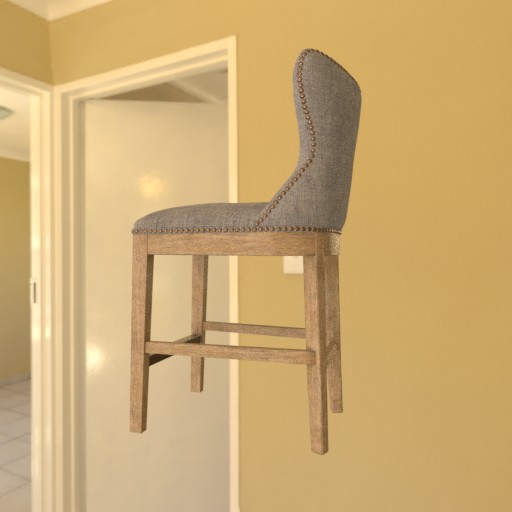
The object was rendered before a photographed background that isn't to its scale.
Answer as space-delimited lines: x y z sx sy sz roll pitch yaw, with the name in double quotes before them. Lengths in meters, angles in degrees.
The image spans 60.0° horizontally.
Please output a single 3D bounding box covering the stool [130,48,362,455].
"stool" 0.000 0.000 1.318 0.608 0.981 0.498 0 1 18
